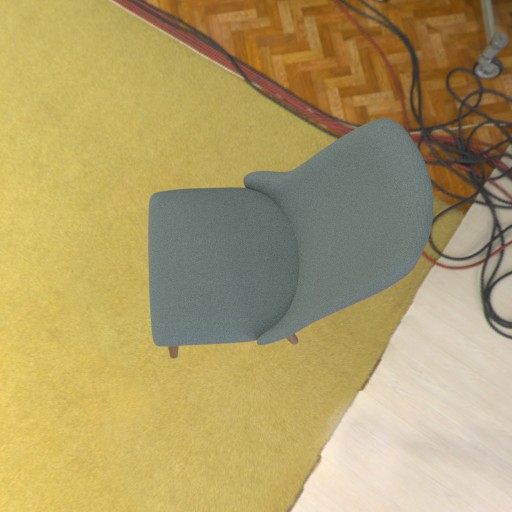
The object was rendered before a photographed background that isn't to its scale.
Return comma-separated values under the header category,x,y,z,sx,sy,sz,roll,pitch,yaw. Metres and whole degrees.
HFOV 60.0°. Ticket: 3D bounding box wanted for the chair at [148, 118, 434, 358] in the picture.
category,x,y,z,sx,sy,sz,roll,pitch,yaw
chair,0.000,0.000,1.318,0.707,0.918,0.535,-4,76,-1
